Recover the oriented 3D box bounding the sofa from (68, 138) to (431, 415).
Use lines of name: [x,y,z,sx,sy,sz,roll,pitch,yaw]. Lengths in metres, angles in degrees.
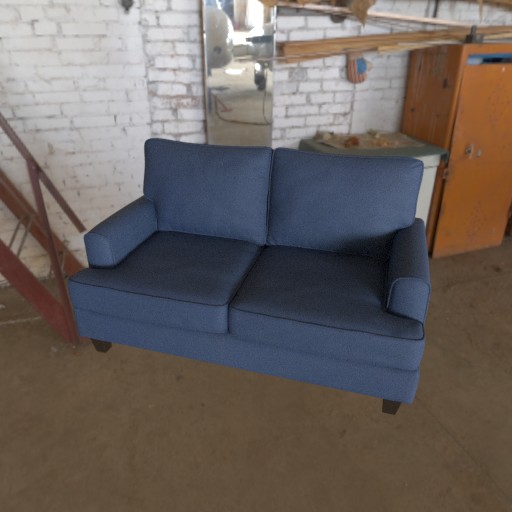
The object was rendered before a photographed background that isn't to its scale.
sofa: [0.000,0.000,2.264,1.651,0.965,0.965,8,29,15]
